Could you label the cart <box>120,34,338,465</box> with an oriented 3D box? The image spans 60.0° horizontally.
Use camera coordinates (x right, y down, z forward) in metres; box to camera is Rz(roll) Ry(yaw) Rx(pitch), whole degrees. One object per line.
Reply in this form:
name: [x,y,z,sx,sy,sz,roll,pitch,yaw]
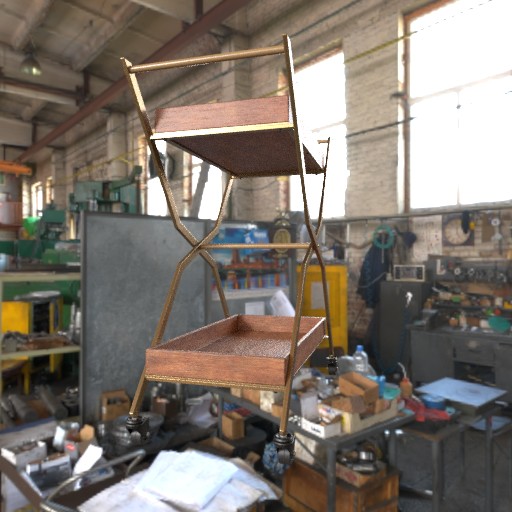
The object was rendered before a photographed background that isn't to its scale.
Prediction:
cart: [0.000,0.000,1.321,0.405,0.869,0.836,0,0,17]
